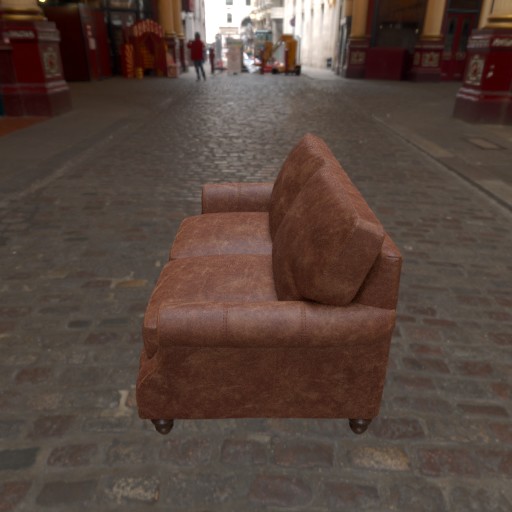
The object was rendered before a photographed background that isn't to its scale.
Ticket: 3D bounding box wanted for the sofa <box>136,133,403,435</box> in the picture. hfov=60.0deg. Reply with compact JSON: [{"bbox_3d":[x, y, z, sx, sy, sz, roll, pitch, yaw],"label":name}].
[{"bbox_3d":[0.000,0.000,2.237,0.990,0.967,1.616,0,26,0],"label":"sofa"}]
